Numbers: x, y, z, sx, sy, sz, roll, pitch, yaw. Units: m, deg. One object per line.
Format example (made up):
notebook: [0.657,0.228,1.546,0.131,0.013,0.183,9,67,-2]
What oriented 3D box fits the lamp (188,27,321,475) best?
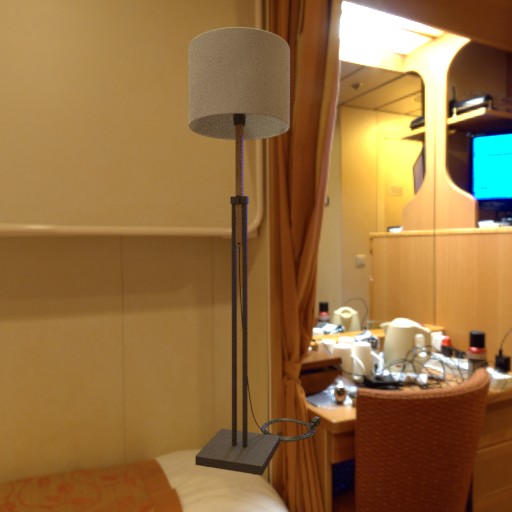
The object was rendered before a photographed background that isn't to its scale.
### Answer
lamp: [0.000,0.000,1.906,0.474,1.650,0.639,0,1,17]
